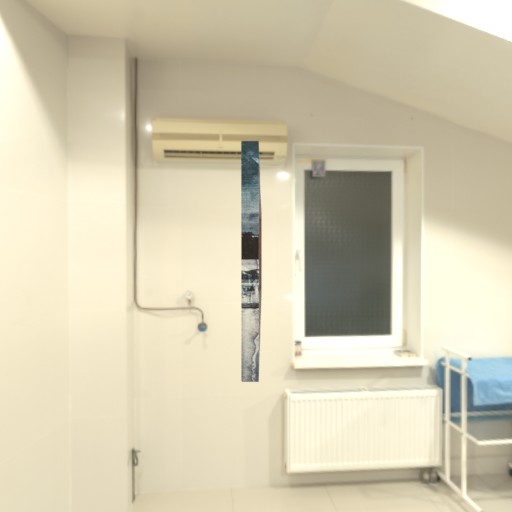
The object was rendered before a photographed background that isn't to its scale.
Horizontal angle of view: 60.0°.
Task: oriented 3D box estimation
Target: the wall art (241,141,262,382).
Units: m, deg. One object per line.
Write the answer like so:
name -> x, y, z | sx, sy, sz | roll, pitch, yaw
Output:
wall art -> 0.000, 0.000, 1.695 | 0.037, 0.509, 1.524 | 0, 1, 1
